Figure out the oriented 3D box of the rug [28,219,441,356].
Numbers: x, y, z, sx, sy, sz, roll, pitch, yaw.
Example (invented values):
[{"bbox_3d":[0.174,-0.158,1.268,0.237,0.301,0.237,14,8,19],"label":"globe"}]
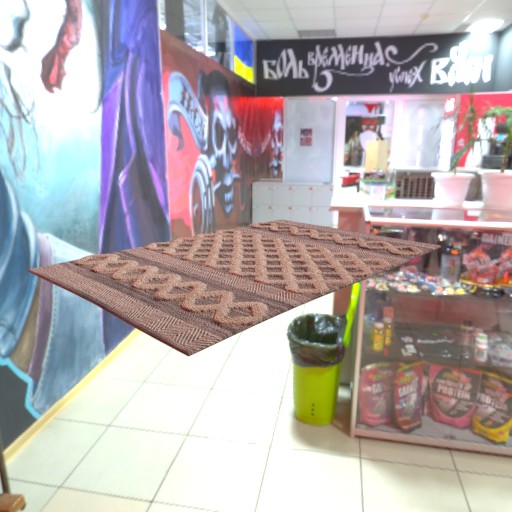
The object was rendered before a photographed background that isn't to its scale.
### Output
[{"bbox_3d":[0.000,0.000,2.306,1.222,0.030,1.823,14,20,42],"label":"rug"}]
